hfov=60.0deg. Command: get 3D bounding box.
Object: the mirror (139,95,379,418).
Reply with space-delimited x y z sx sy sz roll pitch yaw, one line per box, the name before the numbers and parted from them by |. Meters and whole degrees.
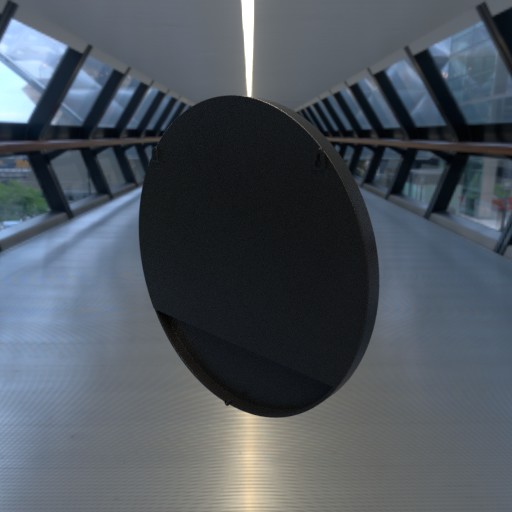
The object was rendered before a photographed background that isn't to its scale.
mirror | 0.000 0.000 0.681 0.457 0.457 0.133 13 19 42
